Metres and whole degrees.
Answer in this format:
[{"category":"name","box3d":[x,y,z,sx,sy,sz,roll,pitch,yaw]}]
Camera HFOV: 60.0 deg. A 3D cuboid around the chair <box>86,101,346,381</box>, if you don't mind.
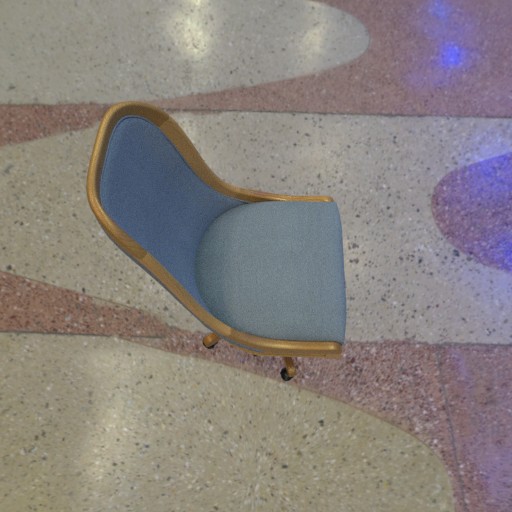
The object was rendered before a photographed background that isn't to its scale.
[{"category":"chair","box3d":[0.000,0.000,1.446,0.735,1.031,0.605,2,63,1]}]
